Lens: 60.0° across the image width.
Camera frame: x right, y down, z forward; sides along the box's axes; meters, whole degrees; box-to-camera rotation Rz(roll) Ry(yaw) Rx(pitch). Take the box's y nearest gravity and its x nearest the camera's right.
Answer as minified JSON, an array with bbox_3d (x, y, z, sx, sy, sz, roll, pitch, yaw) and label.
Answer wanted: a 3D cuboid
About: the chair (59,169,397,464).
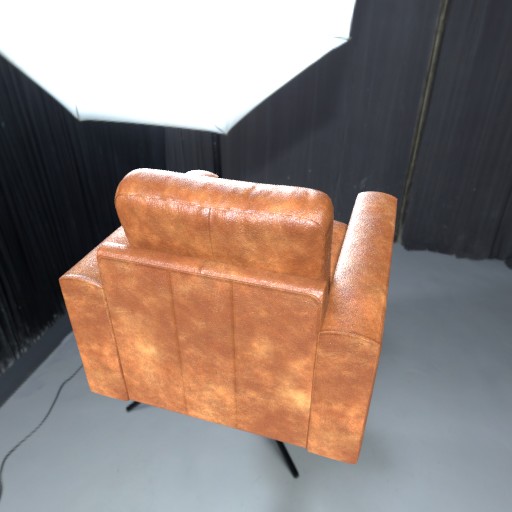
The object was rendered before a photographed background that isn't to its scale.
[{"bbox_3d":[0.000,0.000,1.743,1.005,0.873,1.016,10,33,15],"label":"chair"}]
